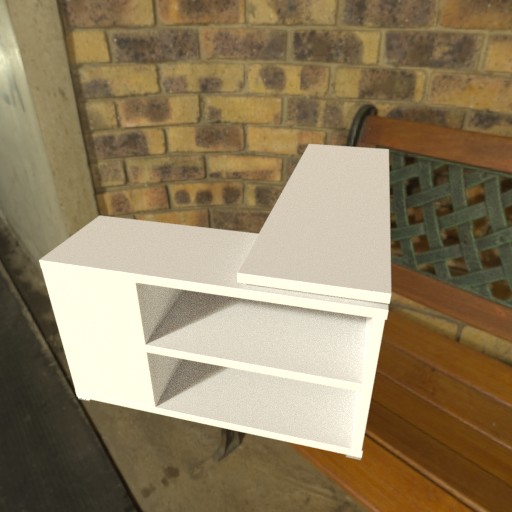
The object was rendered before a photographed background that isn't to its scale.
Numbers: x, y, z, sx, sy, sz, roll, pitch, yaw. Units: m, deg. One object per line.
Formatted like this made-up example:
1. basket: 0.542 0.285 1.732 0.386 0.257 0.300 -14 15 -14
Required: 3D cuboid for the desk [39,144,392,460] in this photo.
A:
1. desk: 0.000 0.000 2.239 1.200 0.753 1.524 7 30 12
